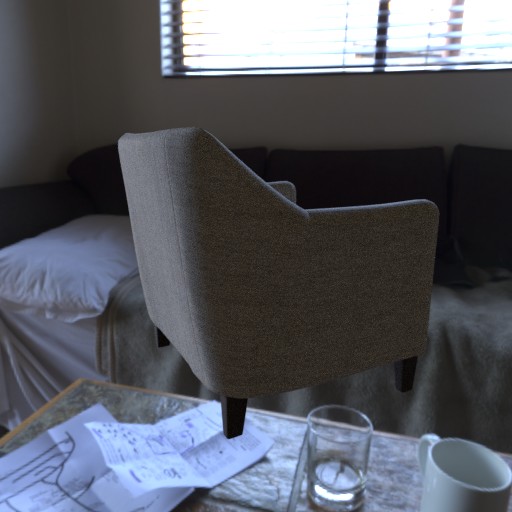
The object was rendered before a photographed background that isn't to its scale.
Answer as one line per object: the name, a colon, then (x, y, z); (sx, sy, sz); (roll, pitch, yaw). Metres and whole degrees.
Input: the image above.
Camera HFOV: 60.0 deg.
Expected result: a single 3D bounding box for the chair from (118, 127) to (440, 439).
chair: (0.000, 0.000, 1.414); (0.758, 0.761, 0.796); (-8, 16, -28)
